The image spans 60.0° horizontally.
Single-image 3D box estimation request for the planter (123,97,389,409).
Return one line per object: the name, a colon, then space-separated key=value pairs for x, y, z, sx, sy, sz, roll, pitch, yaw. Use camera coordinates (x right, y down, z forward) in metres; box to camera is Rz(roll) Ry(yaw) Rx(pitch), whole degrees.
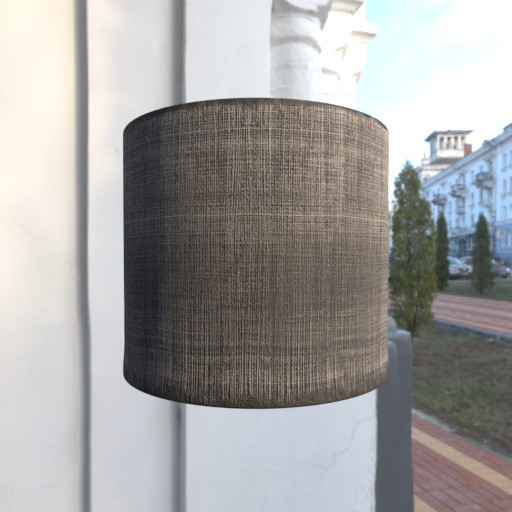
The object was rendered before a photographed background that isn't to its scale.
planter: x=0.000 y=0.000 z=0.309 sx=0.178 sy=0.157 sz=0.178 roll=0 pitch=0 yaw=0
